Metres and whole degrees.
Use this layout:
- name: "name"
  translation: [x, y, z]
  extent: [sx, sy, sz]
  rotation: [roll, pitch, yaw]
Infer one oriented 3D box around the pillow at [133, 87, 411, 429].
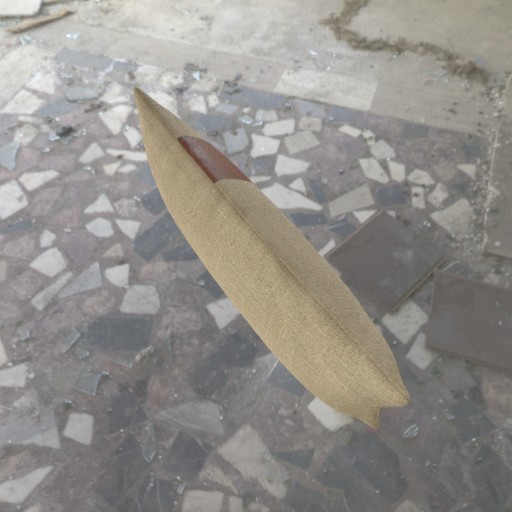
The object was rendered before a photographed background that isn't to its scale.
- name: "pillow"
  translation: [0.000, 0.000, 0.711]
  extent: [0.155, 0.282, 0.612]
  rotation: [-31, 63, -18]
